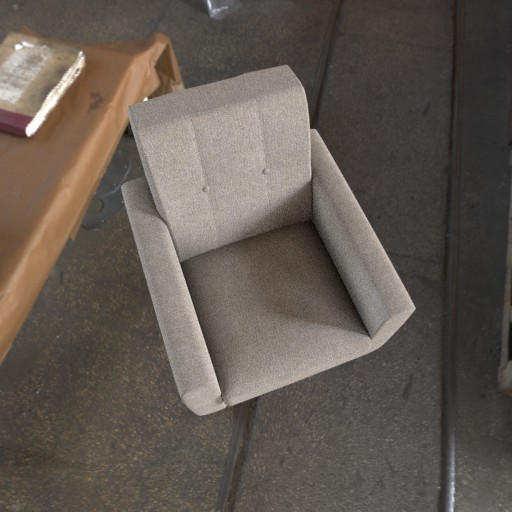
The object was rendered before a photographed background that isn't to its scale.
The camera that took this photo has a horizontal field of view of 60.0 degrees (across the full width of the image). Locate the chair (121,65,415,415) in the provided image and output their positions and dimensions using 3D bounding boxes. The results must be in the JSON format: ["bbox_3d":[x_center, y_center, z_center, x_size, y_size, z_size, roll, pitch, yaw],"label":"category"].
[{"bbox_3d":[0.000,0.000,1.742,0.845,0.968,0.942,-18,64,-9],"label":"chair"}]
